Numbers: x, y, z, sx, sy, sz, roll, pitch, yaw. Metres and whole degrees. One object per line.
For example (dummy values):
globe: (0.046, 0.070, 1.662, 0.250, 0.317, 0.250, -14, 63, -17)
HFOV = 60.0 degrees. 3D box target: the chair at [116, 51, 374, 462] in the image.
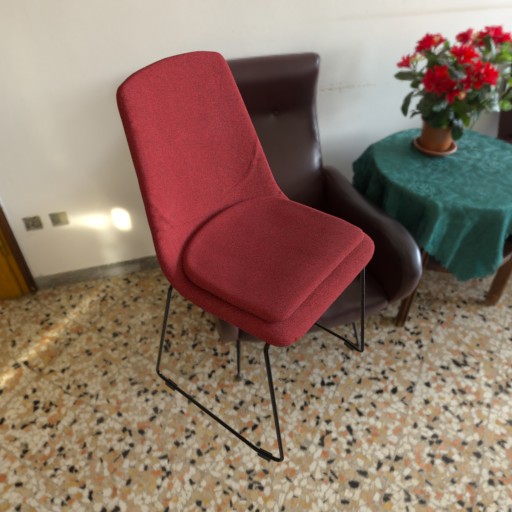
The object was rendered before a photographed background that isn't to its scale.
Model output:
chair: (0.000, 0.000, 1.116, 0.518, 0.858, 0.479, 27, 48, 28)
